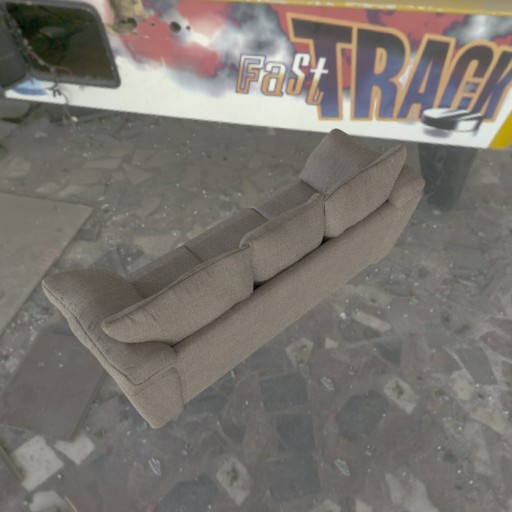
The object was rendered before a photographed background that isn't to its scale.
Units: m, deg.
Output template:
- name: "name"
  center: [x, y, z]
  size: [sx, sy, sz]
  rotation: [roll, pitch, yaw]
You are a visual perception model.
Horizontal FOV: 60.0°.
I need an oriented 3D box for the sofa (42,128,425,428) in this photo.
- name: "sofa"
  center: [0.000, 0.000, 2.852]
  size: [2.334, 0.996, 0.878]
  rotation: [-32, 55, -26]
